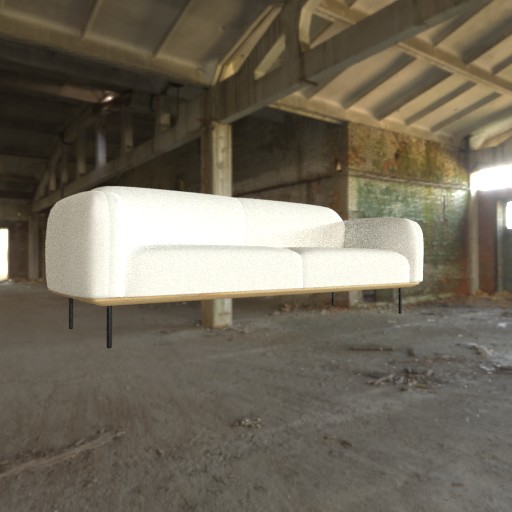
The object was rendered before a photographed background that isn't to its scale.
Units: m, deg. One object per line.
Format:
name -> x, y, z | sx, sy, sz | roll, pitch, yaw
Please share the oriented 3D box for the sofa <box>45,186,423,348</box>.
sofa -> 0.000, 0.000, 2.687 | 2.280, 0.780, 0.870 | 0, -1, -36
